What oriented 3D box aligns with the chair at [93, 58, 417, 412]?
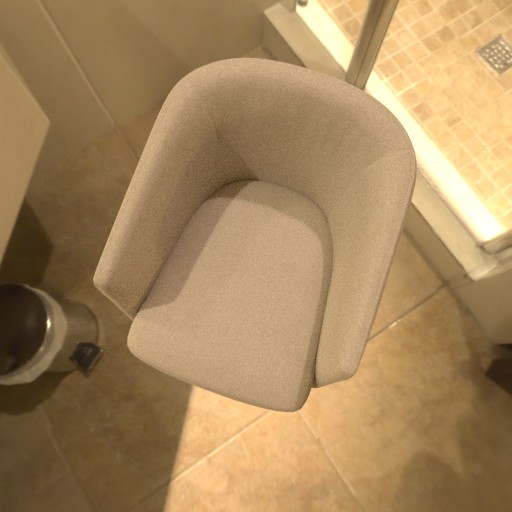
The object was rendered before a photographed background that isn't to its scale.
[{"bbox_3d":[0.000,0.000,1.601,0.822,0.861,0.986,19,77,5],"label":"chair"}]
